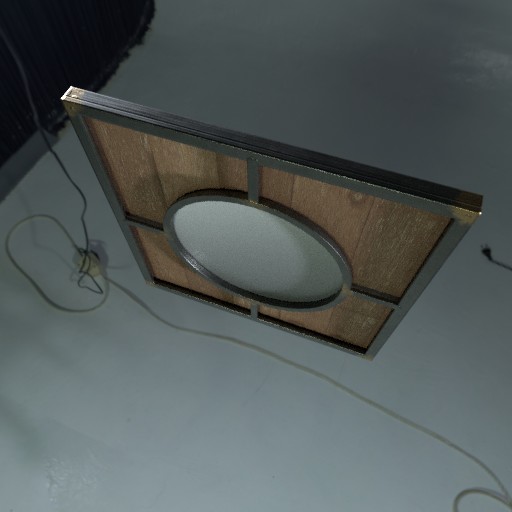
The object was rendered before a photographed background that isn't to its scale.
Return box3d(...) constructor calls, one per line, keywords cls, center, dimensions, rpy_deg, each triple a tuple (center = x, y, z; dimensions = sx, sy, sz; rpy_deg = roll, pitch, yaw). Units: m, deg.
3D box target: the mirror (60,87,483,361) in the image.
box3d(cls="mirror", center=(0.000, 0.000, 0.547), dimensions=(0.382, 0.381, 0.020), rpy_deg=(17, 61, 10))
